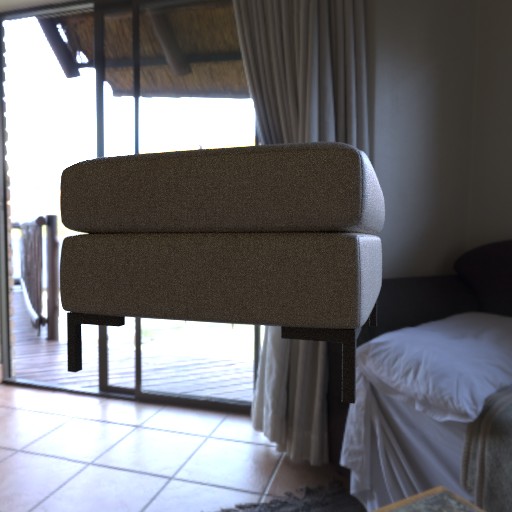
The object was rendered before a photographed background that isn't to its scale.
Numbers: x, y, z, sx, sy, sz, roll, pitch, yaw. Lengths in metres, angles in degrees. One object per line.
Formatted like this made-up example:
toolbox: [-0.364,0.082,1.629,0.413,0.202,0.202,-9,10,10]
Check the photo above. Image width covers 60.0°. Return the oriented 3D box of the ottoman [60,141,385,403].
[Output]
ottoman: [0.000,0.000,1.232,0.671,0.490,0.820,1,2,18]
